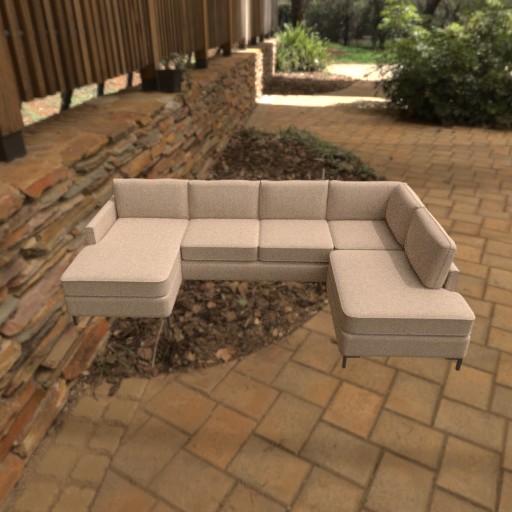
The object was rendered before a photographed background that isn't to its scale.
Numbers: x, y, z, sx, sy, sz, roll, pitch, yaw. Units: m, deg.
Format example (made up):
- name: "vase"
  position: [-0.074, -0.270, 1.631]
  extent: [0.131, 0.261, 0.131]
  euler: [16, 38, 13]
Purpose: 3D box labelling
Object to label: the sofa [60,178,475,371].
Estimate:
- name: "sofa"
  position: [0.000, 0.000, 4.288]
  extent: [3.423, 0.996, 2.021]
  euler: [1, 29, 1]
